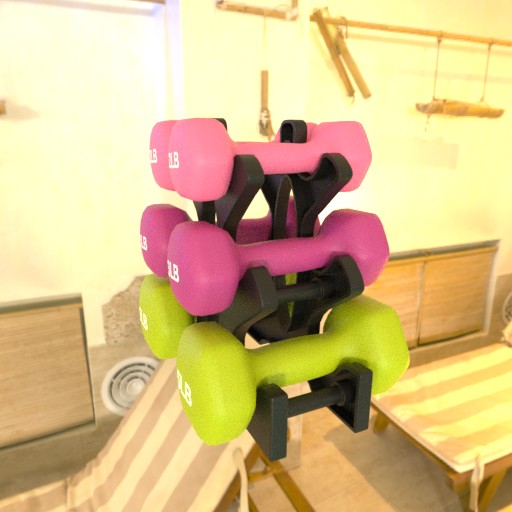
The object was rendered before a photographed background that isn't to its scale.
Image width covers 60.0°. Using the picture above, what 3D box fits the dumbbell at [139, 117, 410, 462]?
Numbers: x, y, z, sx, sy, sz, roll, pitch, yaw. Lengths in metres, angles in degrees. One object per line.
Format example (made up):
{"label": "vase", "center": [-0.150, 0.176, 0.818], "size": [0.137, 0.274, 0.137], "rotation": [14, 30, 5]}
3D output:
{"label": "dumbbell", "center": [0.000, 0.000, 0.441], "size": [0.203, 0.261, 0.257], "rotation": [-7, 16, -25]}
